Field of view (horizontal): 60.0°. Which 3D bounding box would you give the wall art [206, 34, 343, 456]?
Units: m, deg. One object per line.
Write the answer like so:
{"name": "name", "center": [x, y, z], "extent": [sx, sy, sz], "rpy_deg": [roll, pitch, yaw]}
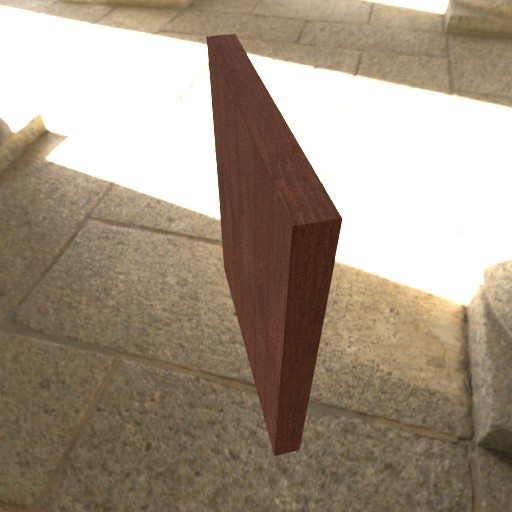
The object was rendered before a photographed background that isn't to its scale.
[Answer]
{"name": "wall art", "center": [0.000, 0.000, 0.613], "extent": [0.039, 0.449, 0.377], "rpy_deg": [-10, 47, -10]}
